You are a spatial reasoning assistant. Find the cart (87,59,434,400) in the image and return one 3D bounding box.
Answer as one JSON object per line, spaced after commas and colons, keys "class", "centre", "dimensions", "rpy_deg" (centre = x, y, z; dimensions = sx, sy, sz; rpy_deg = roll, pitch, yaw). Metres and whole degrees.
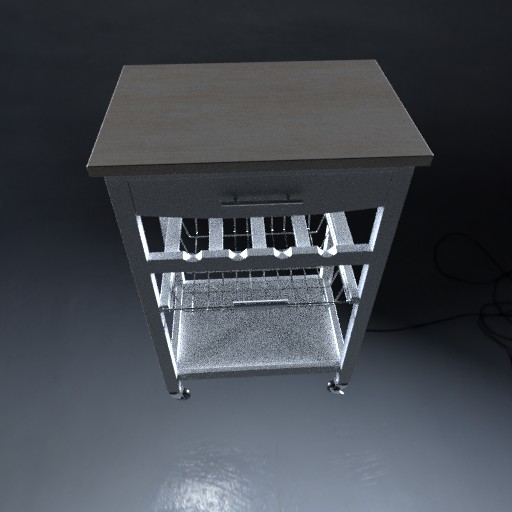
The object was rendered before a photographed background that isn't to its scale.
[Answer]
{"class": "cart", "centre": [0.000, 0.000, 1.182], "dimensions": [0.578, 0.857, 0.406], "rpy_deg": [-2, 45, -2]}
